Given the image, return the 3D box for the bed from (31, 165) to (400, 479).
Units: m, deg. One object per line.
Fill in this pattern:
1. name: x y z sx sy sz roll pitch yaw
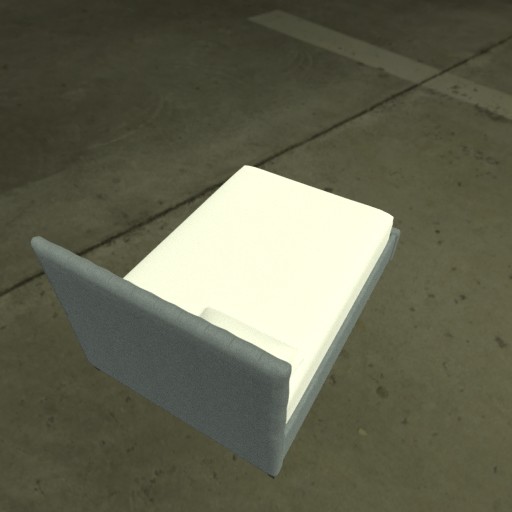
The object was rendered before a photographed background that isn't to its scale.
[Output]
1. bed: 0.000 0.000 3.434 1.698 1.411 2.335 23 50 21
